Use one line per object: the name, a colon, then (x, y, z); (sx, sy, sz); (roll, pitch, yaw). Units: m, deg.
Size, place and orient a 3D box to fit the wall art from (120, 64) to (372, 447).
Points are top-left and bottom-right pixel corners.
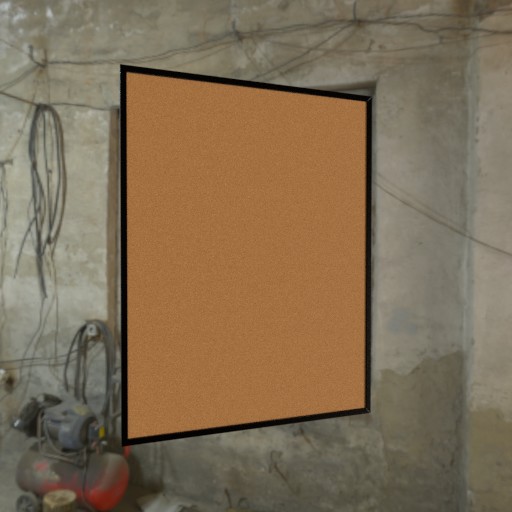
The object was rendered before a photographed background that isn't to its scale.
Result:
wall art: (0.000, 0.000, 1.376); (0.805, 1.062, 0.040); (0, 1, -19)
